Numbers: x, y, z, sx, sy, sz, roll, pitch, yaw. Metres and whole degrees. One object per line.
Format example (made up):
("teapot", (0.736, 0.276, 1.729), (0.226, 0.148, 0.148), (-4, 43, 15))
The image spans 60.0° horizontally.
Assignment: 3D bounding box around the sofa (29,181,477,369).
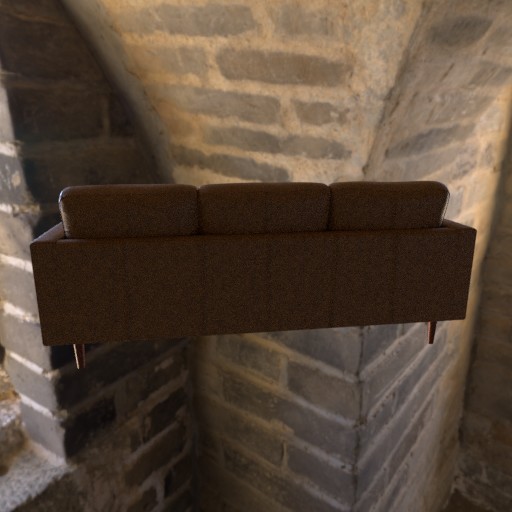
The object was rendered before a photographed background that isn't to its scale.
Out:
("sofa", (0.000, 0.000, 2.663), (2.231, 0.930, 0.903), (-2, 15, -8))
